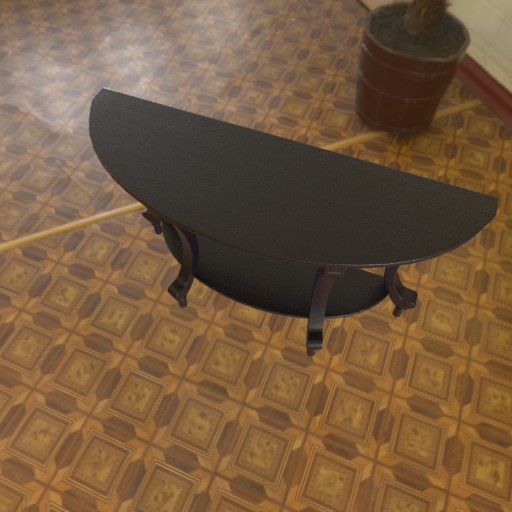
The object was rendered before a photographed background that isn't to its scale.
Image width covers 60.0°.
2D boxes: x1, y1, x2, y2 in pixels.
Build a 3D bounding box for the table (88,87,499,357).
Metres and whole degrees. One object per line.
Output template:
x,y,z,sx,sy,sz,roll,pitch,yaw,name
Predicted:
0.000,0.000,1.461,1.198,0.692,0.394,19,59,12,table
